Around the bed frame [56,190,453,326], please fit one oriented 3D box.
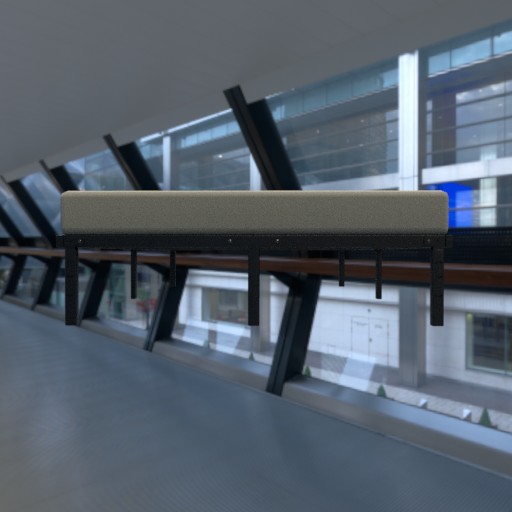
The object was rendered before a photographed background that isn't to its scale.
[{"bbox_3d":[0.000,0.000,3.518,1.990,0.680,2.635,0,0,1],"label":"bed frame"}]
